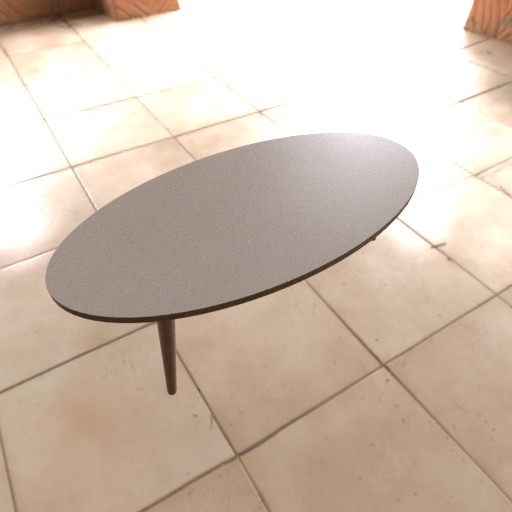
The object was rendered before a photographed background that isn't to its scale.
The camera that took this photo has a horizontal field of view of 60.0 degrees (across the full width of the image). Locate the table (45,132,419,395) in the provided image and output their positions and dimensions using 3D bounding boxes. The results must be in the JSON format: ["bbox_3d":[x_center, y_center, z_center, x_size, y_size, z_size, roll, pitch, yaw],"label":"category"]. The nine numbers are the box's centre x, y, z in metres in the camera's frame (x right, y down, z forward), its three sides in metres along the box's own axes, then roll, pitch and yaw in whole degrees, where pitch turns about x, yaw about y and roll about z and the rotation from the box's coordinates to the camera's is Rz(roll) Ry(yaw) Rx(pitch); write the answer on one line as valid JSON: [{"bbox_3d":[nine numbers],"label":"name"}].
[{"bbox_3d":[0.000,0.000,1.311,1.083,0.390,0.542,-25,50,-22],"label":"table"}]
